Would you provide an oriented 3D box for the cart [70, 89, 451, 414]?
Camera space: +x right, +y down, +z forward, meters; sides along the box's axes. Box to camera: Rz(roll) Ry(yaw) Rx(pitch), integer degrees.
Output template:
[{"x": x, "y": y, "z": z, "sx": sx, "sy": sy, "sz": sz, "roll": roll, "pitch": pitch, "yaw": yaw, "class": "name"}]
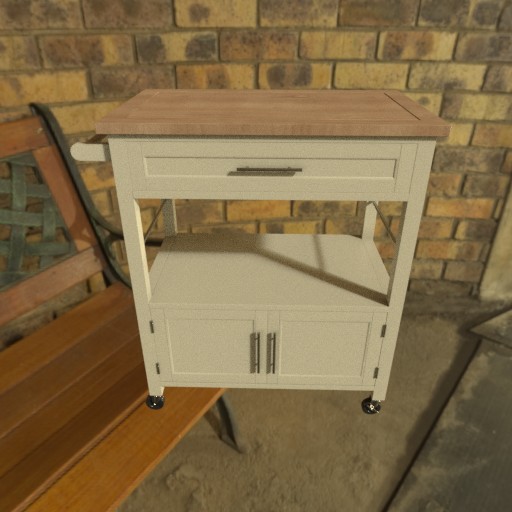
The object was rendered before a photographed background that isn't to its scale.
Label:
[{"x": 0.000, "y": 0.000, "z": 1.364, "sx": 0.840, "sy": 0.901, "sz": 0.459, "roll": 1, "pitch": 29, "yaw": 1, "class": "cart"}]
